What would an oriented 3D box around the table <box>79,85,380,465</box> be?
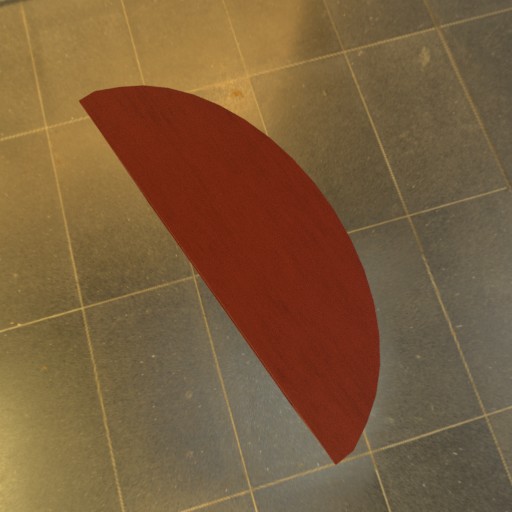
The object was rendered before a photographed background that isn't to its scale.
[{"bbox_3d":[0.000,0.000,1.591,0.405,0.779,1.219,-35,79,-8],"label":"table"}]
